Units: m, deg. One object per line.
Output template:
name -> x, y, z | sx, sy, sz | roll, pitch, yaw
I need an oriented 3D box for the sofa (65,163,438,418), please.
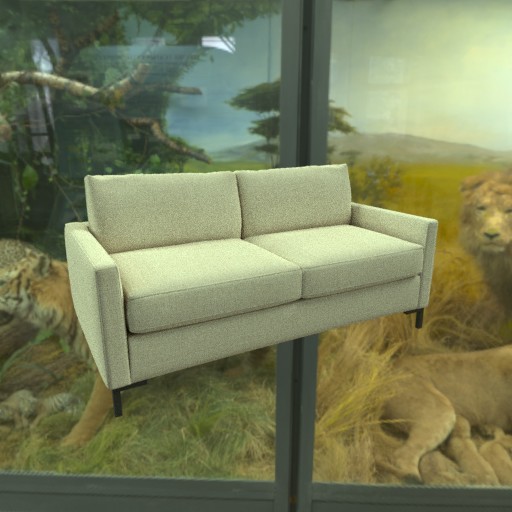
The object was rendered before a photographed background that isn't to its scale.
sofa -> 0.000, 0.000, 2.173 | 1.651, 0.812, 0.839 | -9, 18, -27
